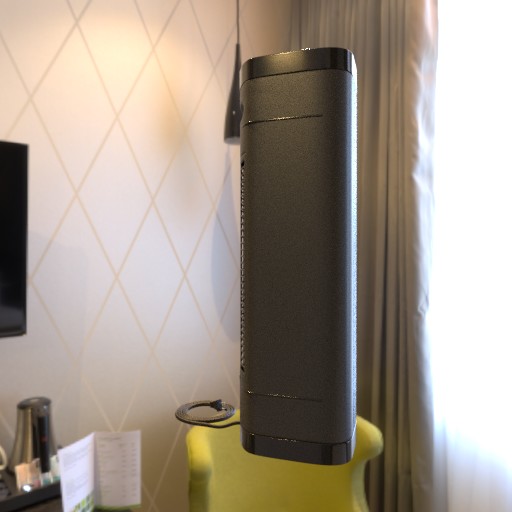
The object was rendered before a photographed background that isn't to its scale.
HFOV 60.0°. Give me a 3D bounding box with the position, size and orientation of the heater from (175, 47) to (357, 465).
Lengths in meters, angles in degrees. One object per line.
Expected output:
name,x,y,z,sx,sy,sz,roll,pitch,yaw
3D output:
heater,0.000,0.000,0.702,0.312,0.552,0.174,0,0,18
